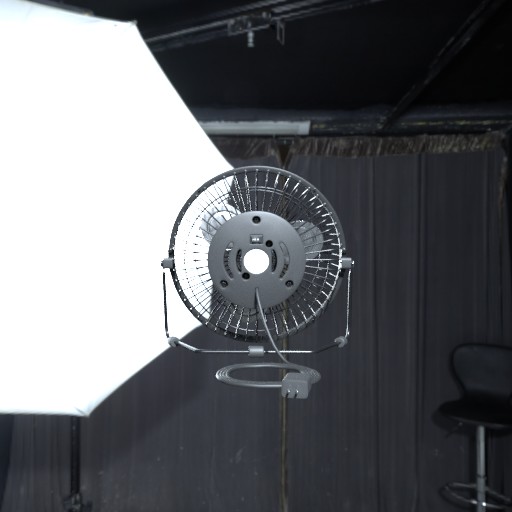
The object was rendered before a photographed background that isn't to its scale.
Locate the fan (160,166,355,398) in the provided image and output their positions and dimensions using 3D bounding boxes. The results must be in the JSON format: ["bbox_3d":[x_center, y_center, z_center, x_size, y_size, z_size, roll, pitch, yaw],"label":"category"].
[{"bbox_3d":[0.000,0.000,0.390,0.209,0.188,0.227,0,-2,1],"label":"fan"}]
